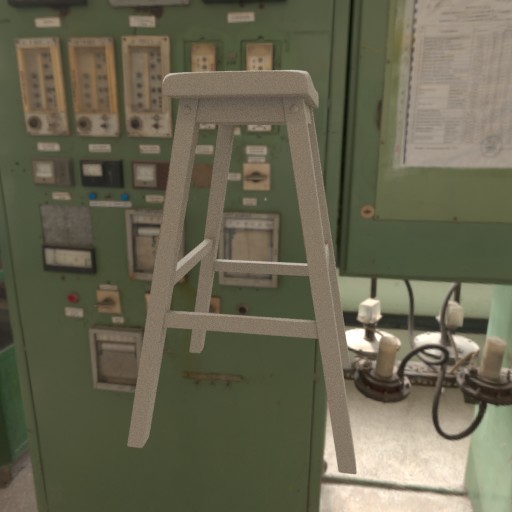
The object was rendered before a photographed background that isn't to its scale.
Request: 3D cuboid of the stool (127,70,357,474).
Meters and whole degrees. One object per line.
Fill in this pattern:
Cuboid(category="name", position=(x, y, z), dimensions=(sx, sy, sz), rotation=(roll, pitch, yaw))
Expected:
Cuboid(category="stool", position=(0.000, 0.000, 1.020), dimensions=(0.476, 0.737, 0.457), rotation=(3, 16, 9))
